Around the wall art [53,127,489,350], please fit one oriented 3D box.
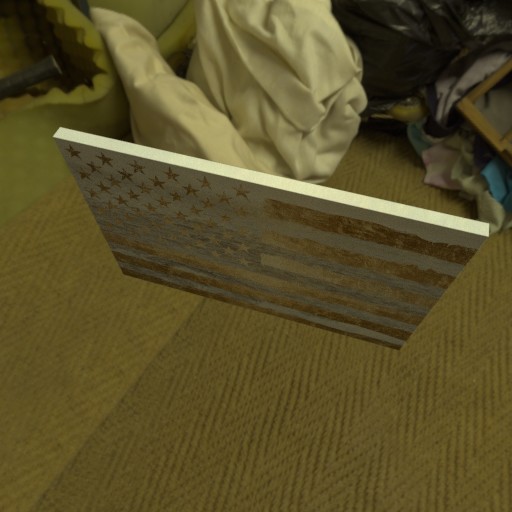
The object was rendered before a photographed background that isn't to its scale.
[{"bbox_3d":[0.000,0.000,1.453,1.145,0.762,0.041,14,59,9],"label":"wall art"}]
